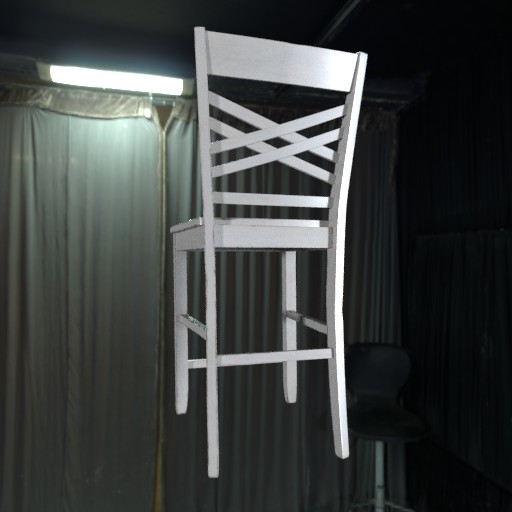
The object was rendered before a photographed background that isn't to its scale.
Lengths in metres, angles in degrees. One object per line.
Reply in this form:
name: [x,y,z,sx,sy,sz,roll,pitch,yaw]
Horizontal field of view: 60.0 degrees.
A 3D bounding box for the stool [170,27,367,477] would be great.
stool: [0.000,0.000,1.347,0.462,1.079,0.539,0,-1,-17]
